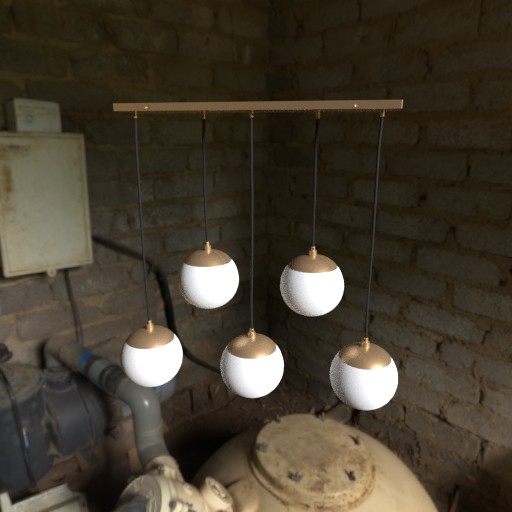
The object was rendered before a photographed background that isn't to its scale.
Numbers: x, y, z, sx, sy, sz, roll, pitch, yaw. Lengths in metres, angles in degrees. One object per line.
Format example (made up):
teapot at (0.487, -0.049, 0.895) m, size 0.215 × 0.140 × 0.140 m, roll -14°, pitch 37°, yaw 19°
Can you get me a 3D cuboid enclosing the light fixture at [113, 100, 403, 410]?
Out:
light fixture at (0.000, 0.000, 1.334) m, size 0.863 × 0.869 × 0.299 m, roll 3°, pitch 16°, yaw 10°
